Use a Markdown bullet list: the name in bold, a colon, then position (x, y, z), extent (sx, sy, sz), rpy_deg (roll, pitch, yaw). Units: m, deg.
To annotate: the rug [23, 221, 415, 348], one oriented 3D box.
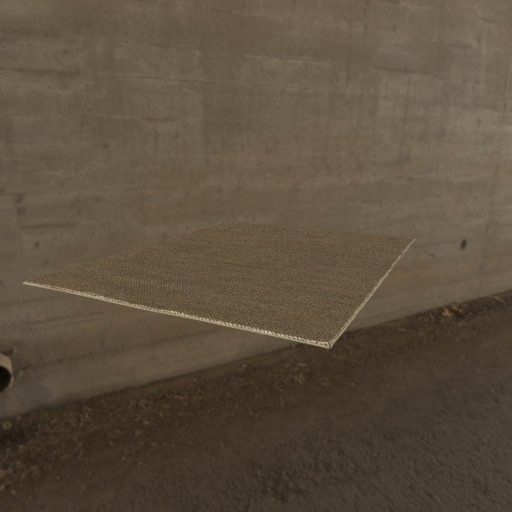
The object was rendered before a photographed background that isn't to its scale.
- **rug**: position (0.000, 0.000, 4.148), extent (2.429, 0.030, 3.052), rpy_deg (7, 16, 26)
